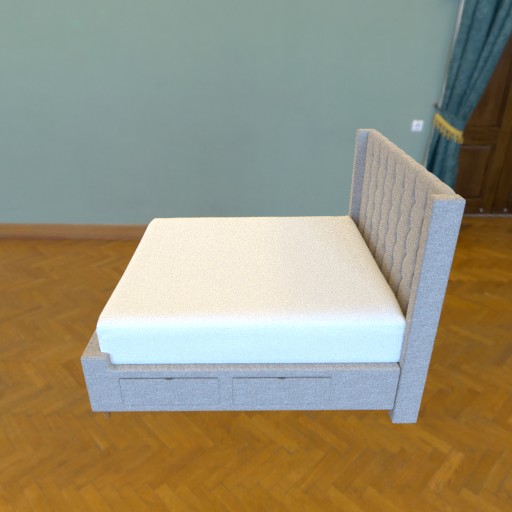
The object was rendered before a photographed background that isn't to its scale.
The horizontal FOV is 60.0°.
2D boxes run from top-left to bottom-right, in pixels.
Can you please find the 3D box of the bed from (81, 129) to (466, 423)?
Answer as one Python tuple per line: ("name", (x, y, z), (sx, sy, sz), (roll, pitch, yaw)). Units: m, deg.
("bed", (0.000, 0.000, 3.765), (2.372, 1.748, 2.044), (0, 27, 0))
